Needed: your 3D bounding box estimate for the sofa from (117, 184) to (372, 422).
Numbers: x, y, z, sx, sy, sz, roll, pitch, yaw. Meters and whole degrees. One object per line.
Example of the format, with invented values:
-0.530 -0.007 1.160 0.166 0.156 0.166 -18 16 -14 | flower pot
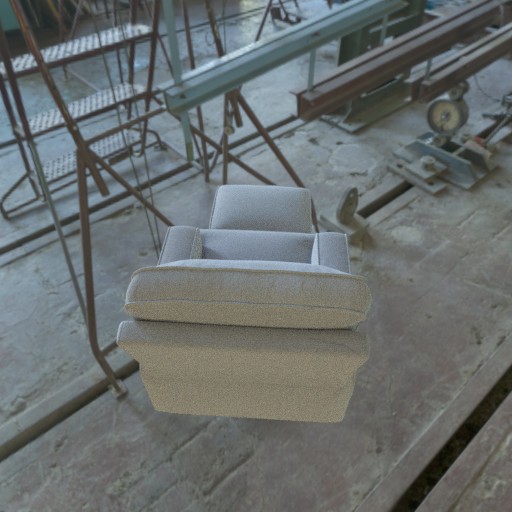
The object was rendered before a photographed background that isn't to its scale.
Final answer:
0.000 0.000 2.057 0.861 0.959 1.472 3 45 3 | sofa
